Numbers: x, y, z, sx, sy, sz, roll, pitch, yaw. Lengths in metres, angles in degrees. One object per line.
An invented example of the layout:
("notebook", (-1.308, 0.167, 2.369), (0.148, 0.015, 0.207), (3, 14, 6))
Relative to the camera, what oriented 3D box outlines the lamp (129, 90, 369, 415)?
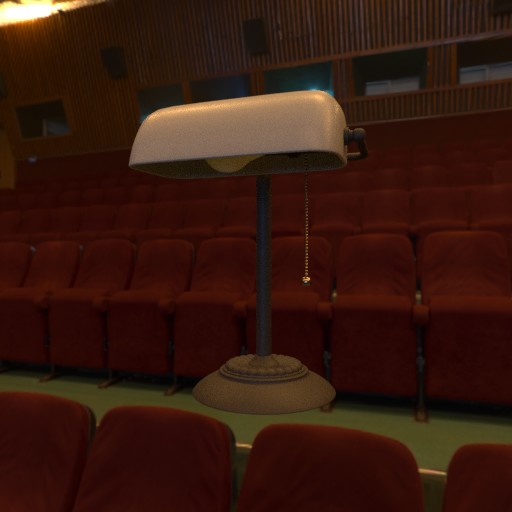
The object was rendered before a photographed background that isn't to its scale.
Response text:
("lamp", (0.000, 0.000, 0.531), (0.264, 0.339, 0.243), (0, -1, 18))
